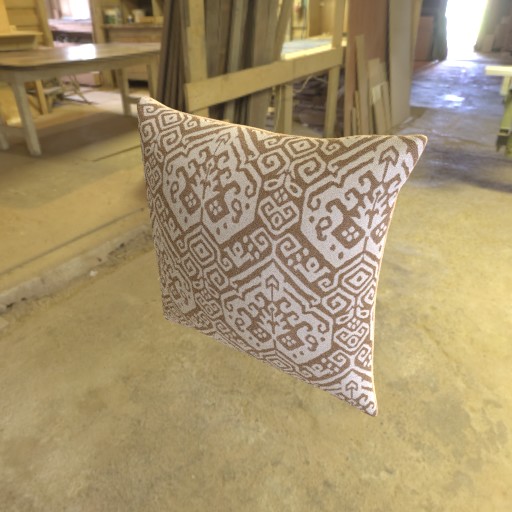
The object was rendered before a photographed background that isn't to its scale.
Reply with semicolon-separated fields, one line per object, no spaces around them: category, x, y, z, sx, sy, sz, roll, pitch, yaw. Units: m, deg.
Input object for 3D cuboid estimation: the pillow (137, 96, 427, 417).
pillow;0.000;0.000;0.645;0.419;0.407;0.173;18;34;29
